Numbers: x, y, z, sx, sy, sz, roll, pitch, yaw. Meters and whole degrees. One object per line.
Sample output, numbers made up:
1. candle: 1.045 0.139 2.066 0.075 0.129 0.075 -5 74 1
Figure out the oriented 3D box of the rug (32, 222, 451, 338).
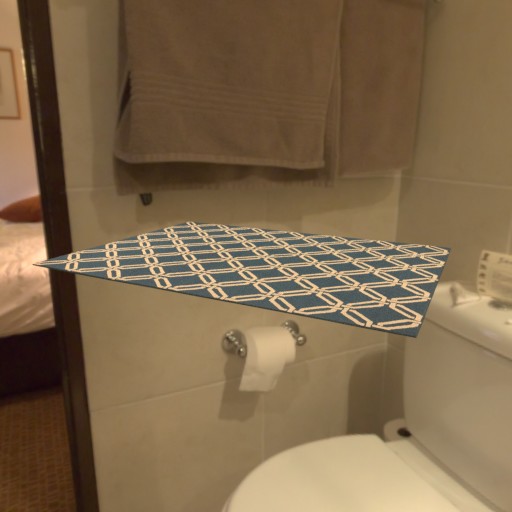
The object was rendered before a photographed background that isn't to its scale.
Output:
1. rug: 0.000 0.000 4.339 3.342 0.018 2.432 7 16 26
